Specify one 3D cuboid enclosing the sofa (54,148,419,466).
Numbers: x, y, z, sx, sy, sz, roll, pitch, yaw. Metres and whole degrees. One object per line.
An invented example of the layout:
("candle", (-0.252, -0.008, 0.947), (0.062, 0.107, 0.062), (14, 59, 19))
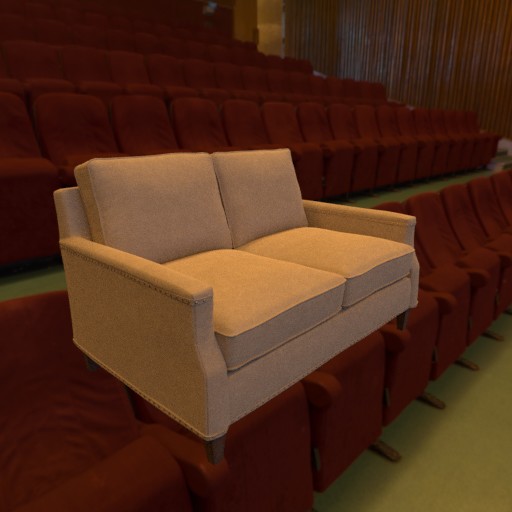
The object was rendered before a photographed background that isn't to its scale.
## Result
("sofa", (0.000, 0.000, 2.232), (1.084, 1.002, 1.597), (15, 22, 41))
